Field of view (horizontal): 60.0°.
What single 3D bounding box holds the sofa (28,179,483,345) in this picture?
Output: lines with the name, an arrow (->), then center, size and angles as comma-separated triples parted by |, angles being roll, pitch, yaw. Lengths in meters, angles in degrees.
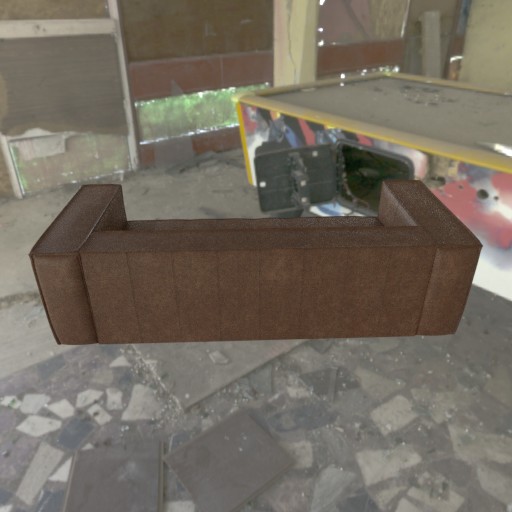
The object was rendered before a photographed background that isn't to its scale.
sofa -> 0.000, 0.000, 3.056 | 2.581, 0.701, 1.102 | -1, 30, -2
